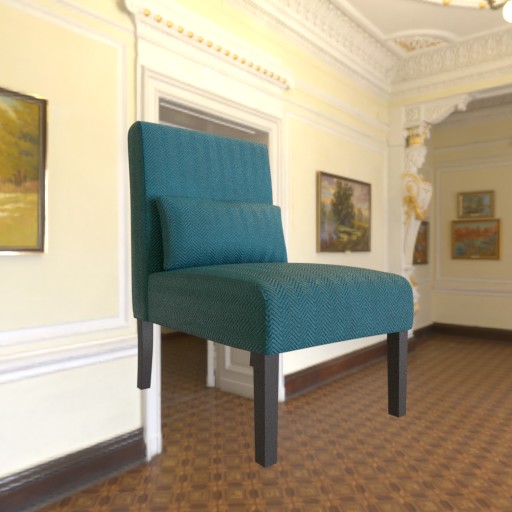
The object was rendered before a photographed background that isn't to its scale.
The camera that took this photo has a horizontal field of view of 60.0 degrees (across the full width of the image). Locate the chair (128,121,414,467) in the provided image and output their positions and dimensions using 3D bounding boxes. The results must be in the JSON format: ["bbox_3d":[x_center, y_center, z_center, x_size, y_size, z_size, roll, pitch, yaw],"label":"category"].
[{"bbox_3d":[0.000,0.000,1.435,0.579,0.927,0.808,0,1,-37],"label":"chair"}]
